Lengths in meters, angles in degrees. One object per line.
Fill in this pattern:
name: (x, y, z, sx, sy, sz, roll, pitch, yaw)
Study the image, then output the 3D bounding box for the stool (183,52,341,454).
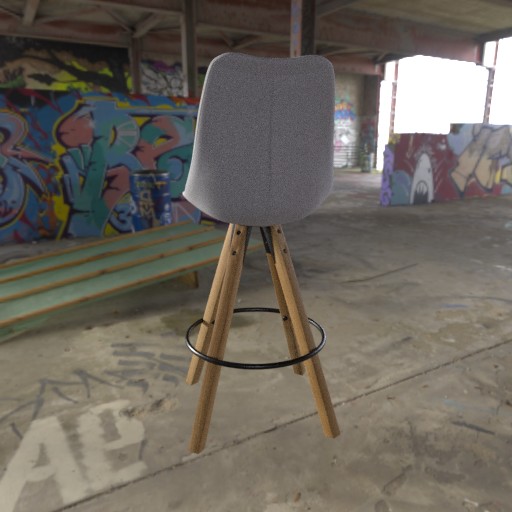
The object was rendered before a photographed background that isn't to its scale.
stool: (0.000, 0.000, 1.430, 0.484, 1.115, 0.550, -2, 15, -9)
